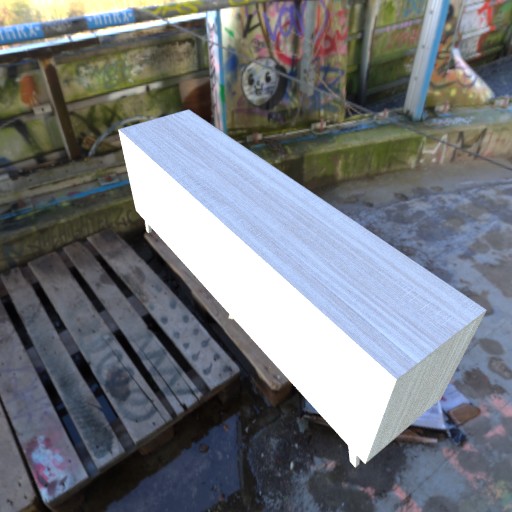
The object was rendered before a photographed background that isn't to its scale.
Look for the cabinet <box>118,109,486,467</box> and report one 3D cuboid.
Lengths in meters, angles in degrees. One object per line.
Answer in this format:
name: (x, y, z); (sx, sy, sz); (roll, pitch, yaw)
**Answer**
cabinet: (0.000, 0.000, 2.448); (0.500, 0.780, 2.200); (-26, 48, -26)
